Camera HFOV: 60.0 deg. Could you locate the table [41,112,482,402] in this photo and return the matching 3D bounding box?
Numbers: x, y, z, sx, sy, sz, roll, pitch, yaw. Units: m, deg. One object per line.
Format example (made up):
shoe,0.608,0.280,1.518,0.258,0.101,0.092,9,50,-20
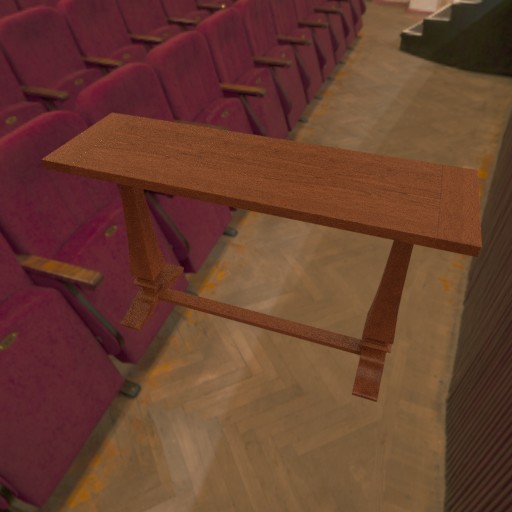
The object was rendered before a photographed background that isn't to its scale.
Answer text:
table,0.000,0.000,1.843,1.478,0.852,0.461,13,42,15
